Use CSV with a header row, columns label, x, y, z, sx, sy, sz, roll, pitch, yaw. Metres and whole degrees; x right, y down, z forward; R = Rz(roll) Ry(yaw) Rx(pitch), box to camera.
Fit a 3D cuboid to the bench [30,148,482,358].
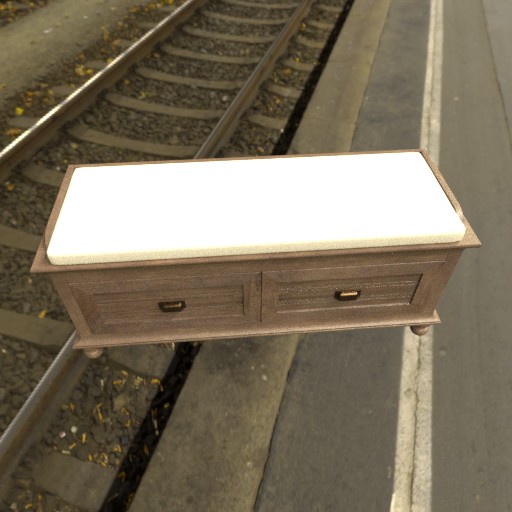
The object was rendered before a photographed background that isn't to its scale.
label,x,y,z,sx,sy,sz,roll,pitch,yaw
bench,0.000,0.000,1.440,1.185,0.501,0.402,-3,46,-3
